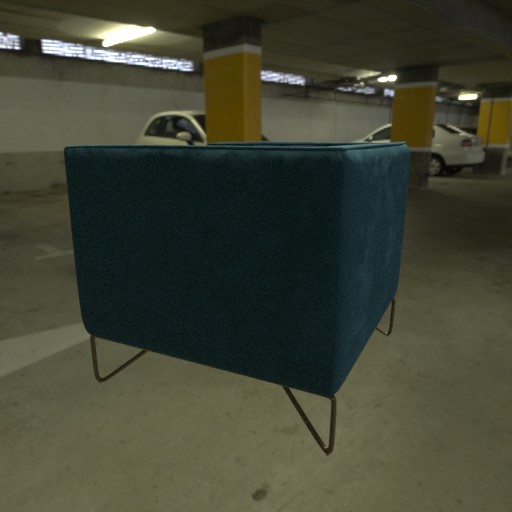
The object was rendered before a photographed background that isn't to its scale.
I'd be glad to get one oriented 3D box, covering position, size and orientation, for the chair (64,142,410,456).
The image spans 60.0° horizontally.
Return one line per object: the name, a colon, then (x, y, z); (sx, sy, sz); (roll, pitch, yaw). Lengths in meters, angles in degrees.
chair: (0.000, 0.000, 1.590); (0.894, 0.790, 0.880); (8, 17, 26)
